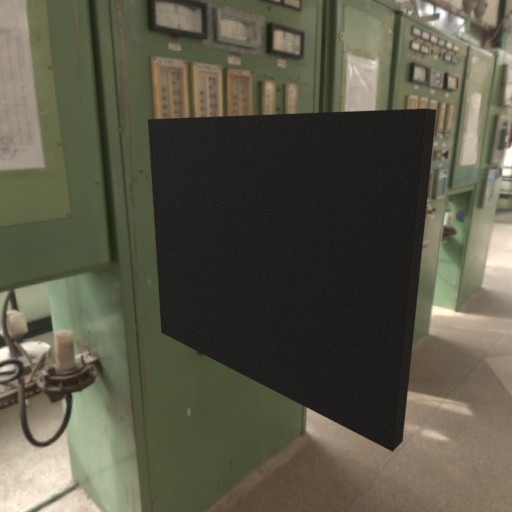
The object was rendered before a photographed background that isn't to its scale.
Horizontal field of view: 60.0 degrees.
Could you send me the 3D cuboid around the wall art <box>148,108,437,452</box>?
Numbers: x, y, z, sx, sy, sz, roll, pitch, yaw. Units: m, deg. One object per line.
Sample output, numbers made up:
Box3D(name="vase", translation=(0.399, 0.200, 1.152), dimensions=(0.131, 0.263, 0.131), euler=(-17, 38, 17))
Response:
Box3D(name="wall art", translation=(0.000, 0.000, 0.756), dimensions=(0.558, 0.457, 0.031), euler=(14, 21, 42))
